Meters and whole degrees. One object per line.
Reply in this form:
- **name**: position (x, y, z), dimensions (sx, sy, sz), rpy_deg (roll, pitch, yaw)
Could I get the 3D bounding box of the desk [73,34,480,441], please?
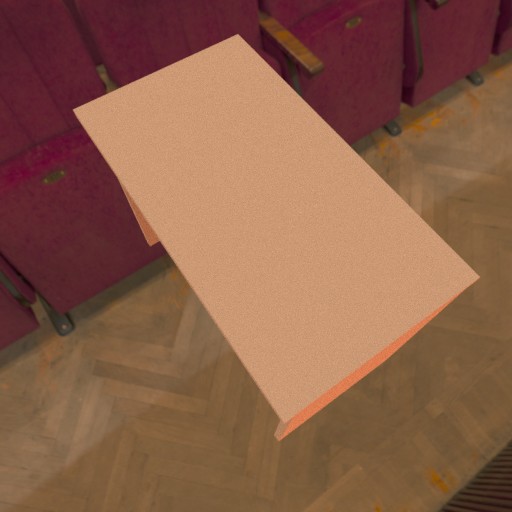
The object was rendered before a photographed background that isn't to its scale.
- **desk**: position (0.000, 0.000, 1.338), dimensions (0.498, 0.729, 0.900), rpy_deg (-32, 68, -15)
